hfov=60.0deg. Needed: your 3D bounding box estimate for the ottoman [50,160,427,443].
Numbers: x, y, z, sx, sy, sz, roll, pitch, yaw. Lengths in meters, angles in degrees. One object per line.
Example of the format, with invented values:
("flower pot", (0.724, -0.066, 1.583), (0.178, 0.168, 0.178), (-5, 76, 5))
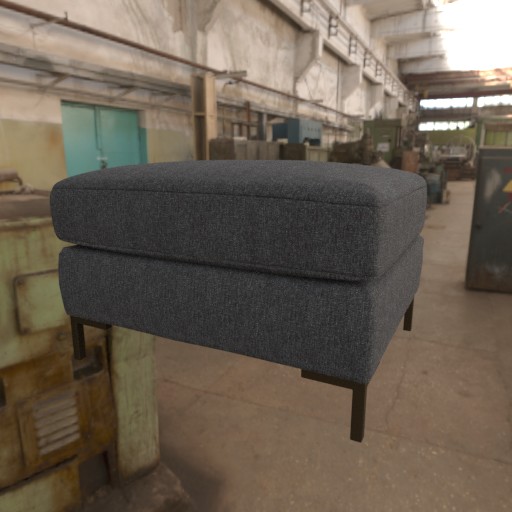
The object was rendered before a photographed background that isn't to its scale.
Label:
("ottoman", (0.000, 0.000, 1.262), (0.831, 0.533, 0.695), (7, 15, 26))
